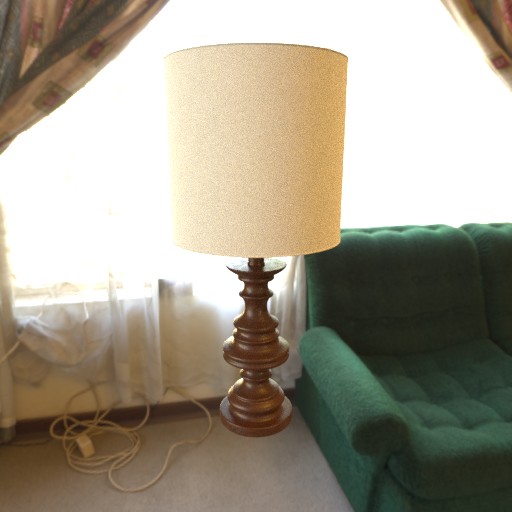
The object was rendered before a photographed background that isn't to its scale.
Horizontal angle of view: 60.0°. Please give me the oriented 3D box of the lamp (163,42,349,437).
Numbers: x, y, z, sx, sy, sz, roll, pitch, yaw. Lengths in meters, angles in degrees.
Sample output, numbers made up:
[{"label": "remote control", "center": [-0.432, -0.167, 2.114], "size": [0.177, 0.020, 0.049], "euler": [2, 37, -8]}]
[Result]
[{"label": "lamp", "center": [0.000, 0.000, 0.562], "size": [0.208, 0.455, 0.208], "euler": [-8, 16, -28]}]
